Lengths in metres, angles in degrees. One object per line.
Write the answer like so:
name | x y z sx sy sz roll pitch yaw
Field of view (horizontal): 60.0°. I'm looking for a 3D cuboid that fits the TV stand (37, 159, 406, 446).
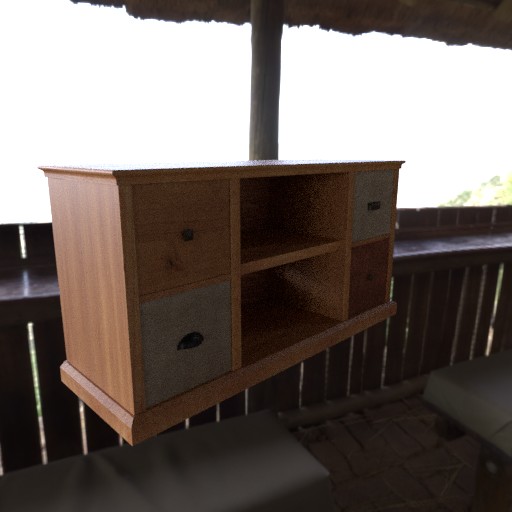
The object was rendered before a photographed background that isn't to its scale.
TV stand | 0.000 0.000 1.468 1.181 0.607 0.417 -13 19 -43
